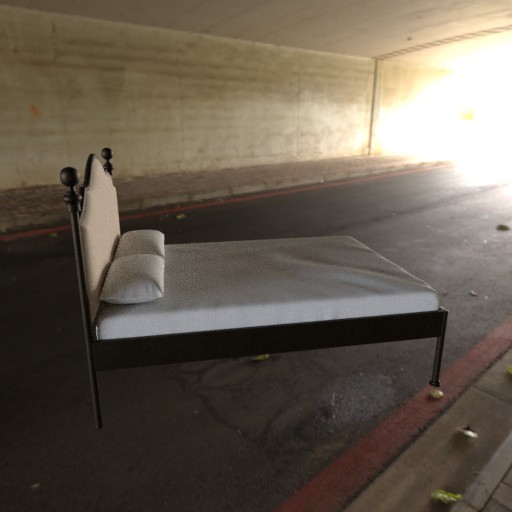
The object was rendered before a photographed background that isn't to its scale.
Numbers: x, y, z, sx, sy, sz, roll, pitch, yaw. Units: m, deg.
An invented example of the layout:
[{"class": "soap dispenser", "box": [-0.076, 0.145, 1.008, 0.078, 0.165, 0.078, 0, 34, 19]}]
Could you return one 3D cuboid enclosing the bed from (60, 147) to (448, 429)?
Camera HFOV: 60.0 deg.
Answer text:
[{"class": "bed", "box": [0.000, 0.000, 3.169, 2.170, 1.462, 1.533, -3, 18, -11]}]
